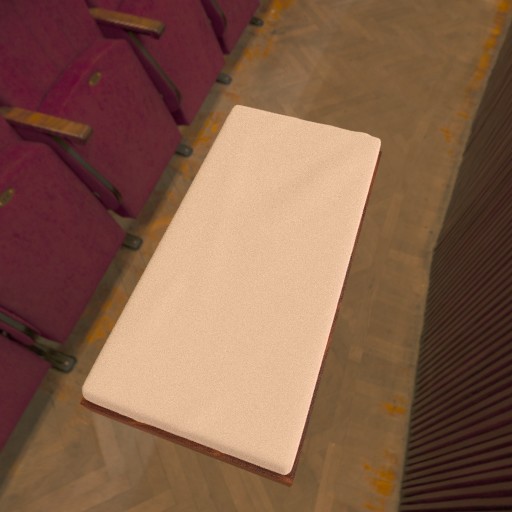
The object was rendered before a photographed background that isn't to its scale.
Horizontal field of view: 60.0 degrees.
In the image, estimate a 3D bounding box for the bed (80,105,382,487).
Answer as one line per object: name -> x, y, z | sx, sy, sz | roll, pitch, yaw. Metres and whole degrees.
bed -> 0.000, 0.000, 2.248 | 0.940, 0.312, 1.860 | 16, 60, 10
